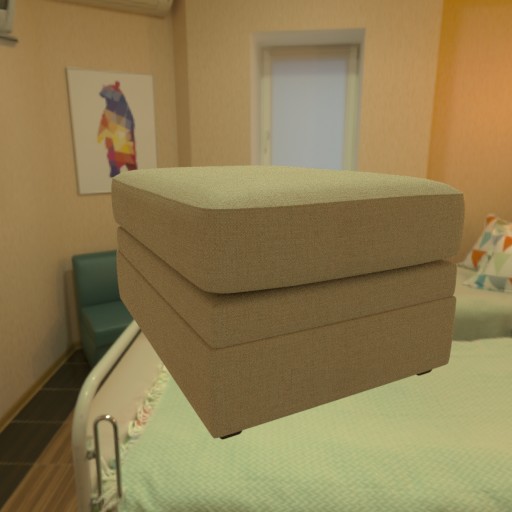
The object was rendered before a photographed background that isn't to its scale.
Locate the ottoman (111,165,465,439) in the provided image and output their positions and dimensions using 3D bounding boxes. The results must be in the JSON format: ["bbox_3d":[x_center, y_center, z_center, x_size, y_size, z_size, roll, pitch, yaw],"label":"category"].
[{"bbox_3d":[0.000,0.000,1.234,0.637,0.478,0.885,-7,16,-27],"label":"ottoman"}]
